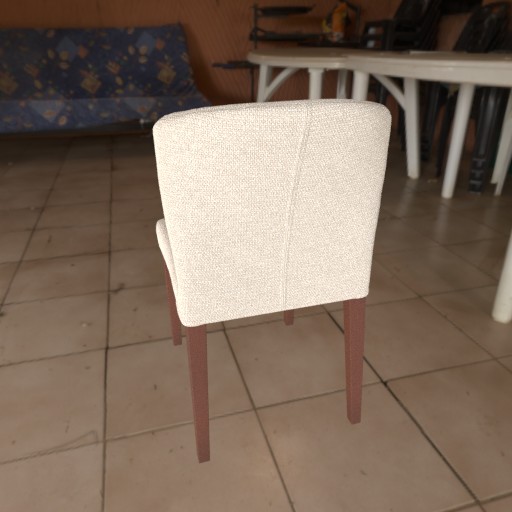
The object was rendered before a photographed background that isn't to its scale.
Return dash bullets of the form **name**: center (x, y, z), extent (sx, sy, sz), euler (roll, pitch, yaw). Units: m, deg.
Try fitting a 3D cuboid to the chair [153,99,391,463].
- **chair**: center (0.000, 0.000, 1.170), extent (0.491, 0.839, 0.589), euler (-8, 27, -15)
